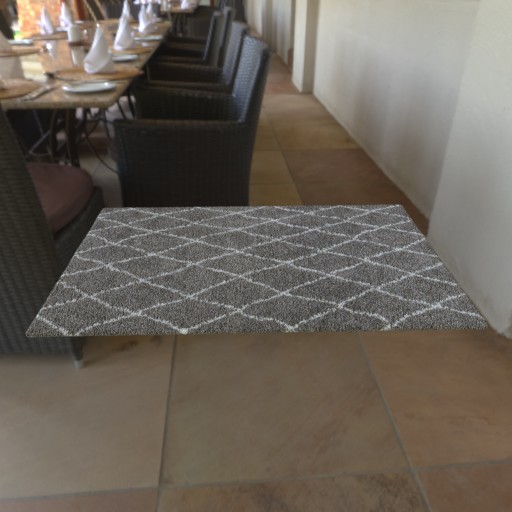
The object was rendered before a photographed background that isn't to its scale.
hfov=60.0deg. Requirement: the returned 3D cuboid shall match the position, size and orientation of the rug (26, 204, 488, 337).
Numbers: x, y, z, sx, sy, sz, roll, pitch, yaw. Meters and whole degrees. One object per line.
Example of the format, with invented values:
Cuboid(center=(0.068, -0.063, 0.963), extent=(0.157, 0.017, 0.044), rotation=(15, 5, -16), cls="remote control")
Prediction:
Cuboid(center=(0.000, 0.000, 2.971), extent=(2.438, 0.030, 1.524), rotation=(-1, 31, -1), cls="rug")
